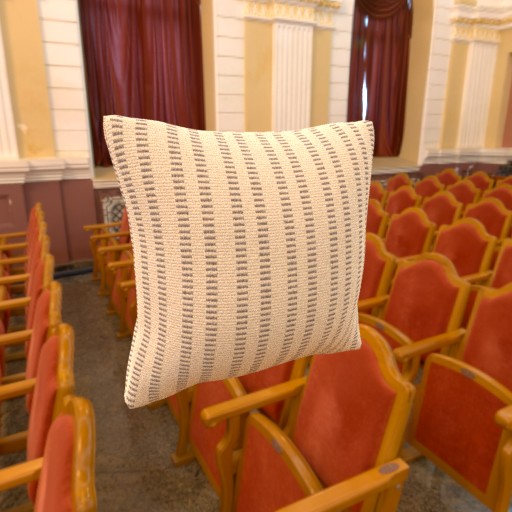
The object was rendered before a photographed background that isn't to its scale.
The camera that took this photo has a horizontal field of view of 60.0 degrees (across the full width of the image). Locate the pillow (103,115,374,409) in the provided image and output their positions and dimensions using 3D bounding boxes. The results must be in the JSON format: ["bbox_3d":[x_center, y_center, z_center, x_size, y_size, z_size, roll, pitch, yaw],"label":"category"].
[{"bbox_3d":[0.000,0.000,0.702,0.438,0.419,0.247,-7,17,-25],"label":"pillow"}]
